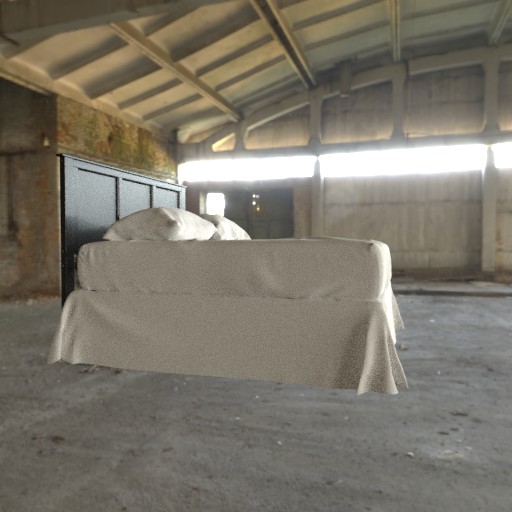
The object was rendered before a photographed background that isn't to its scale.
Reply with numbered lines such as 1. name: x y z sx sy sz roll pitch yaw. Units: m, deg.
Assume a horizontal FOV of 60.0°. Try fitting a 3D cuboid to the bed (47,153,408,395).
1. bed: 0.000 0.000 3.182 2.050 1.270 1.870 1 2 18
